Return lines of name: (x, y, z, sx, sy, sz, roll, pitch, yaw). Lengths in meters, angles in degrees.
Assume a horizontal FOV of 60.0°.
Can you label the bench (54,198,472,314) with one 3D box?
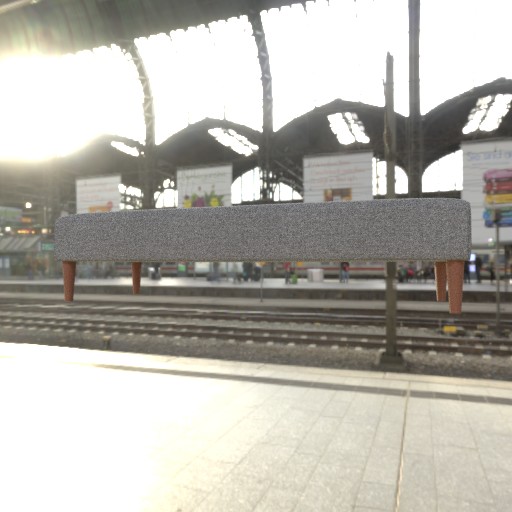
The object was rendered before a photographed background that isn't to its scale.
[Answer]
bench: (0.000, 0.000, 1.888, 1.598, 0.384, 0.631, 0, -1, 18)
